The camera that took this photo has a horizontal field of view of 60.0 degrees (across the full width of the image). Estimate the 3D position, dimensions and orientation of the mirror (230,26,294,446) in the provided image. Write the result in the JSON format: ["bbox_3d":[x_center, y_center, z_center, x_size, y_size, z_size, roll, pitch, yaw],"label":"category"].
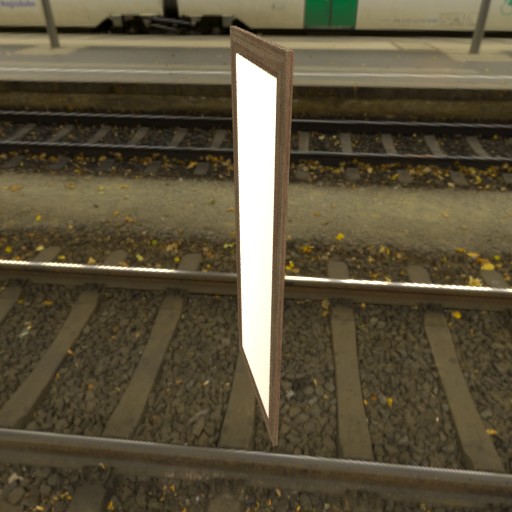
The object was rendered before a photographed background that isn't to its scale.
[{"bbox_3d":[0.000,0.000,2.274,0.025,2.032,0.812,-9,34,-13],"label":"mirror"}]
